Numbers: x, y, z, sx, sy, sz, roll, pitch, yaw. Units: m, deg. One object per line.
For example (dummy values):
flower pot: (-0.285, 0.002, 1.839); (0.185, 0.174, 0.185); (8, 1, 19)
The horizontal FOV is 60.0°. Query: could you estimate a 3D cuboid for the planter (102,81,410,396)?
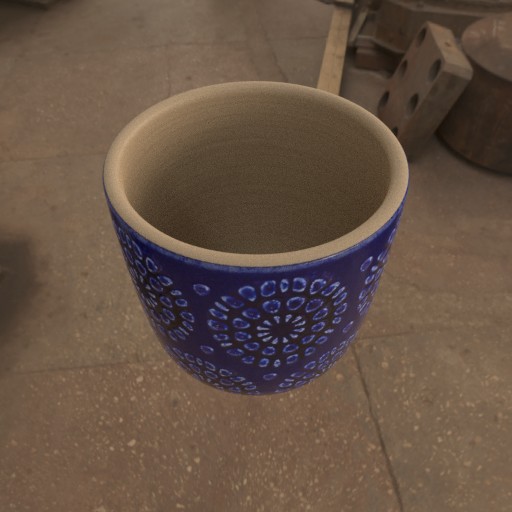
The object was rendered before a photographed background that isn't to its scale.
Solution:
planter: (0.000, 0.000, 0.200); (0.109, 0.112, 0.109); (0, 48, 0)
